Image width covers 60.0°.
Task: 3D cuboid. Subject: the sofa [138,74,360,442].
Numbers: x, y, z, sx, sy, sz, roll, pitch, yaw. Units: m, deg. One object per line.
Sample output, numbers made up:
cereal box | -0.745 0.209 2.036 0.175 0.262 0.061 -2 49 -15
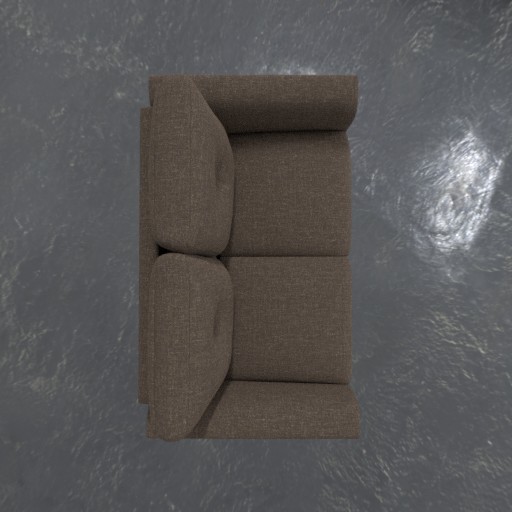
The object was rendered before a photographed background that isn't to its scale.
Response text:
sofa | 0.000 0.000 1.903 0.851 0.885 1.423 0 88 1
